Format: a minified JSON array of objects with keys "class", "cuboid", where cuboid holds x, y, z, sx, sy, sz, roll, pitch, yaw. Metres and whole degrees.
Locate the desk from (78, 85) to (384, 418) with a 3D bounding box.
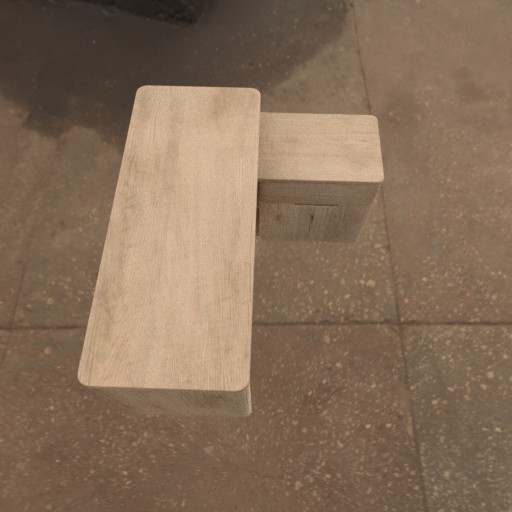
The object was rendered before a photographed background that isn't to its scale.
[{"class":"desk","cuboid":[0.000,0.000,2.139,1.175,0.770,1.400,2,64,1]}]
